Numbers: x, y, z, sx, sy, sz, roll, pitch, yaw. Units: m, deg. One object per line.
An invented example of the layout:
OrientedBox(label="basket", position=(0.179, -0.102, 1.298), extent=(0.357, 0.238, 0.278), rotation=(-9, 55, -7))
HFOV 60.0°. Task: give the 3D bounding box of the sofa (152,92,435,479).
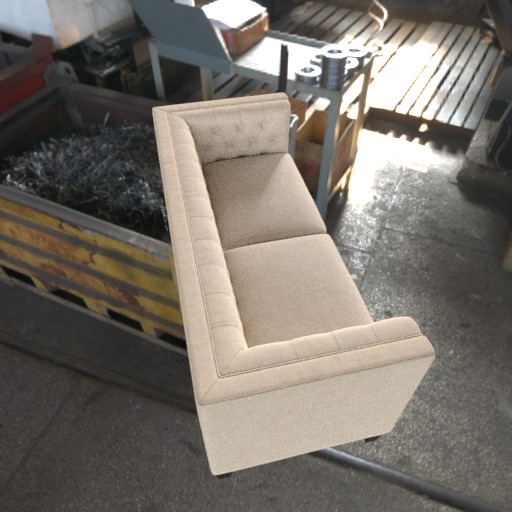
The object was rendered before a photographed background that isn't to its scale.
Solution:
OrientedBox(label="sofa", position=(0.000, 0.000, 2.203), extent=(0.775, 0.762, 1.778), rotation=(-10, 48, -9))
